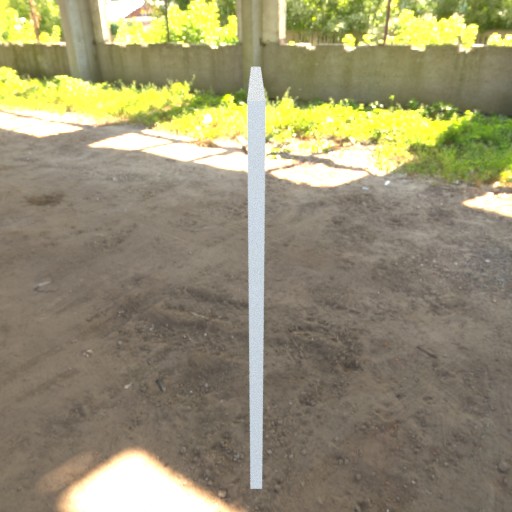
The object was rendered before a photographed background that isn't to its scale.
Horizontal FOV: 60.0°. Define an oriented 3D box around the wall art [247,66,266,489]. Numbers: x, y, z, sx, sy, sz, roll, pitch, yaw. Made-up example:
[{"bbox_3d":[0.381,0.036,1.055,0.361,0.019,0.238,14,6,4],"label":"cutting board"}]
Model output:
[{"bbox_3d":[0.000,0.000,1.086,0.026,0.811,0.661,0,27,0],"label":"wall art"}]
